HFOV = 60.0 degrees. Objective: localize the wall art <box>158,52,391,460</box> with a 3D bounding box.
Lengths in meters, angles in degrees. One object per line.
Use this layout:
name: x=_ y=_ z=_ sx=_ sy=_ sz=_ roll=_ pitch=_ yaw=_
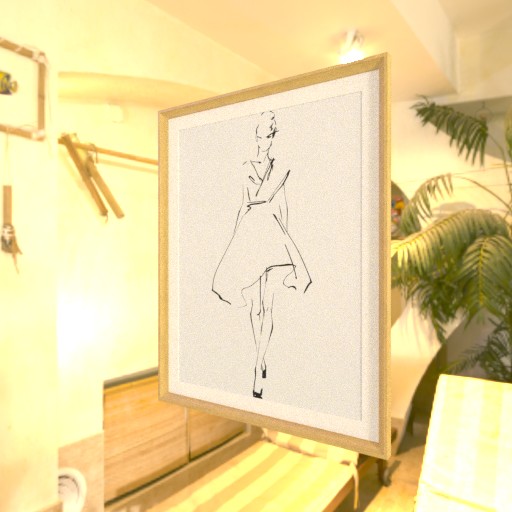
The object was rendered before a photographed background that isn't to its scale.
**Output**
wall art: x=0.000 y=0.000 z=1.323 sx=0.798 sy=1.002 sz=0.030 roll=0 pitch=0 yaw=34
